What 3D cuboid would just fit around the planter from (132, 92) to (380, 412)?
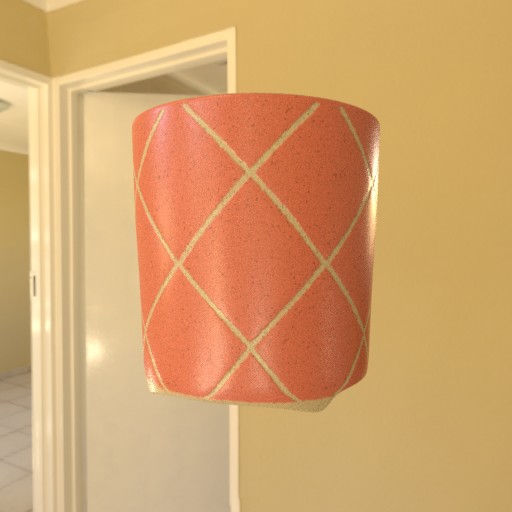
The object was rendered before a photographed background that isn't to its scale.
[{"bbox_3d":[0.000,0.000,0.424,0.227,0.235,0.227,0,1,0],"label":"planter"}]
